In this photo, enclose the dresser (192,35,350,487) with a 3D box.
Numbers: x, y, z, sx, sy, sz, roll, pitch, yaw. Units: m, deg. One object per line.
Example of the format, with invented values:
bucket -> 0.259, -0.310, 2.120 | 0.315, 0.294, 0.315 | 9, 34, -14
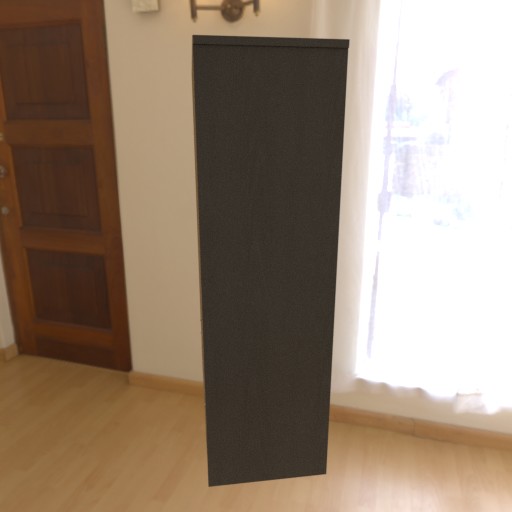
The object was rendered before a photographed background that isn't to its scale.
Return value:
dresser -> 0.000, 0.000, 1.537 | 0.399, 1.255, 0.704 | -2, 16, -8
